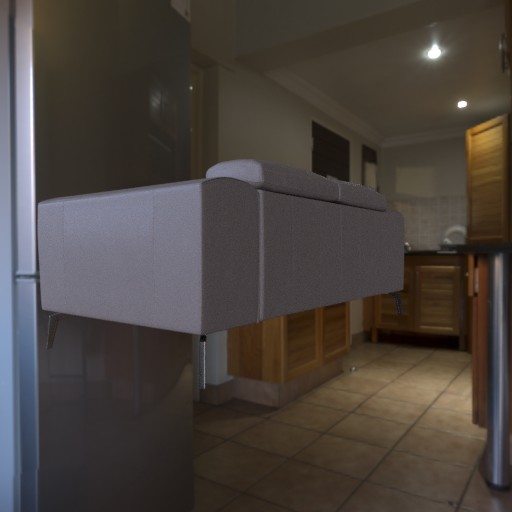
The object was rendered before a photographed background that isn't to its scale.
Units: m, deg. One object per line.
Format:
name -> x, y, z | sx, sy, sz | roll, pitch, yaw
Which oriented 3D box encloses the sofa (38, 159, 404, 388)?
sofa -> 0.000, 0.000, 2.375 | 1.003, 0.779, 1.895 | 1, 1, 37
